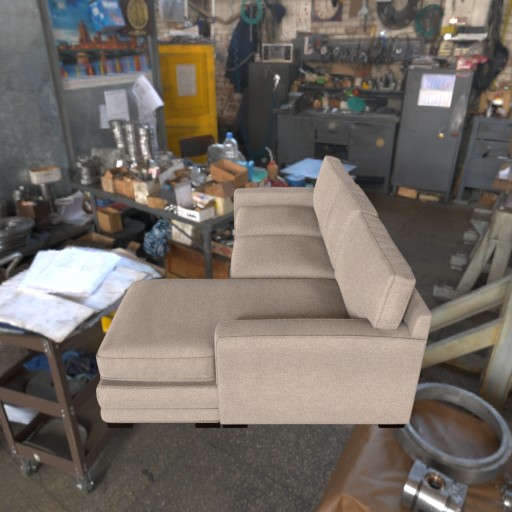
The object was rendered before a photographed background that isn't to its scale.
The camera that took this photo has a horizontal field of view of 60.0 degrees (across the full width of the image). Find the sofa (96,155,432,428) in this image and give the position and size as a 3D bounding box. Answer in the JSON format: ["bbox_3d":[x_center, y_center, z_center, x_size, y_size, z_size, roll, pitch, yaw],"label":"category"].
[{"bbox_3d":[0.000,0.000,2.899,1.496,0.861,2.087,0,27,0],"label":"sofa"}]
